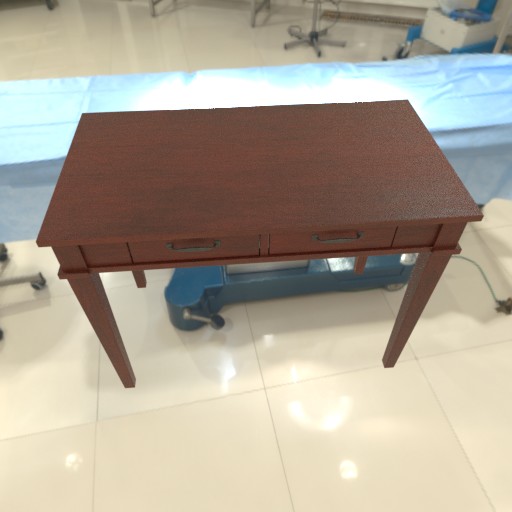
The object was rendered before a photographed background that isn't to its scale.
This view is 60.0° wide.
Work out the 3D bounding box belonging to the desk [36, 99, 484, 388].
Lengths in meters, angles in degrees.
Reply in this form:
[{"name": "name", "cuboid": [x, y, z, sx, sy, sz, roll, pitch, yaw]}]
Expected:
[{"name": "desk", "cuboid": [0.000, 0.000, 1.448, 1.001, 0.762, 0.549, -4, 47, -3]}]
